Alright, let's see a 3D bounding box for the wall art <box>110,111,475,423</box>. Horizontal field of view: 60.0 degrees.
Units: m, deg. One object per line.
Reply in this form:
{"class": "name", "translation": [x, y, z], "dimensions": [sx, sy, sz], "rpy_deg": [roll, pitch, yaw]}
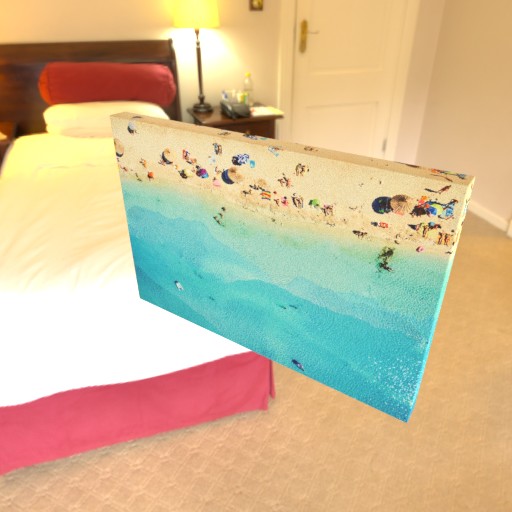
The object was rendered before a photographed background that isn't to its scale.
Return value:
{"class": "wall art", "translation": [0.000, 0.000, 0.768], "dimensions": [0.609, 0.406, 0.039], "rpy_deg": [19, 36, 29]}
